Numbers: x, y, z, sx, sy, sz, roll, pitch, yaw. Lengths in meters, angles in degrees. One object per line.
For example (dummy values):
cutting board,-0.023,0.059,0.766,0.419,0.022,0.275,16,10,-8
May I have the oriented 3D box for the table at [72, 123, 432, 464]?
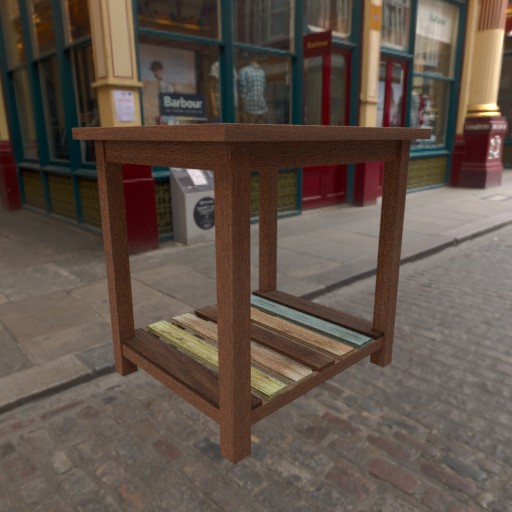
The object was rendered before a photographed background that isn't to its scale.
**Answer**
table,0.000,0.000,1.147,0.660,0.635,0.559,-14,21,-42
